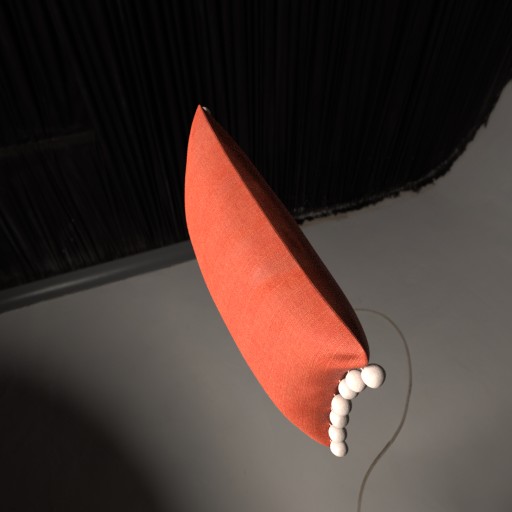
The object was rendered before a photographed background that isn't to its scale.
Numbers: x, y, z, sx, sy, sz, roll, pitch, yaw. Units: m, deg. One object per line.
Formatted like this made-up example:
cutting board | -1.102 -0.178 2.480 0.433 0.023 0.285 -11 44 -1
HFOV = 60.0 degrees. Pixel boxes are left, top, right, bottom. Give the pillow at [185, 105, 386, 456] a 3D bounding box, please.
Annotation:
pillow | 0.000 0.000 0.835 0.201 0.322 0.709 -17 49 -15
